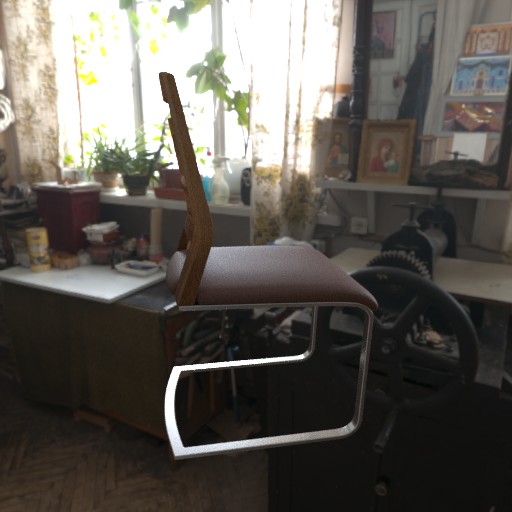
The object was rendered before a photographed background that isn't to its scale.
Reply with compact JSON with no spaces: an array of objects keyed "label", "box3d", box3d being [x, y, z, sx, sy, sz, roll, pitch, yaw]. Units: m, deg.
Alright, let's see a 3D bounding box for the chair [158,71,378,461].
[{"label":"chair","box3d":[0.000,0.000,1.279,0.570,0.970,0.460,-3,16,-10]}]
